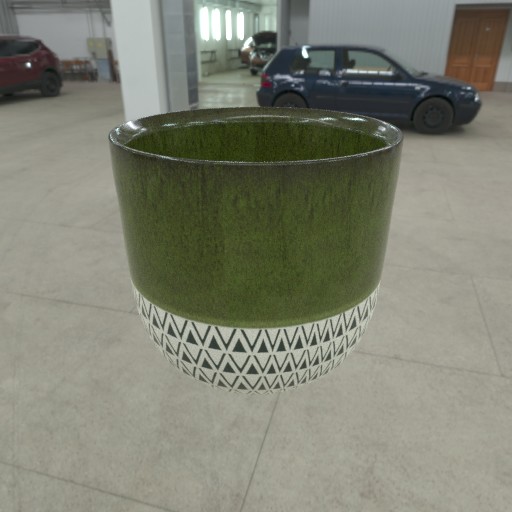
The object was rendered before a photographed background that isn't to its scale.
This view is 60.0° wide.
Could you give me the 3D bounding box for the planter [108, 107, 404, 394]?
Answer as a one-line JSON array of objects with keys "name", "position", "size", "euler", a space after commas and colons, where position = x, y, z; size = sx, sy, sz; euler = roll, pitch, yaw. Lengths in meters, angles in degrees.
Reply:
[{"name": "planter", "position": [0.000, 0.000, 0.475], "size": [0.266, 0.270, 0.266], "euler": [0, 26, 0]}]
